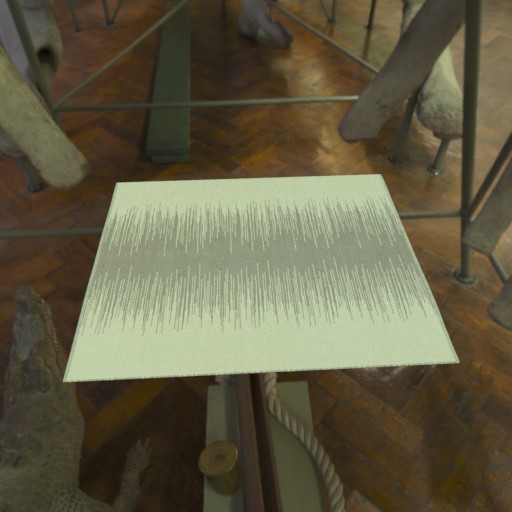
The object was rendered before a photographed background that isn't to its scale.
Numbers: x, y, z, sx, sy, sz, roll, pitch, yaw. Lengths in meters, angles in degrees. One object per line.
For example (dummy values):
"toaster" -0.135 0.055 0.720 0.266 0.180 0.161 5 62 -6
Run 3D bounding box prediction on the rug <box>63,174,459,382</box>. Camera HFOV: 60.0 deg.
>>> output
"rug" 0.000 0.000 4.210 3.037 0.010 2.453 -2 46 -2
